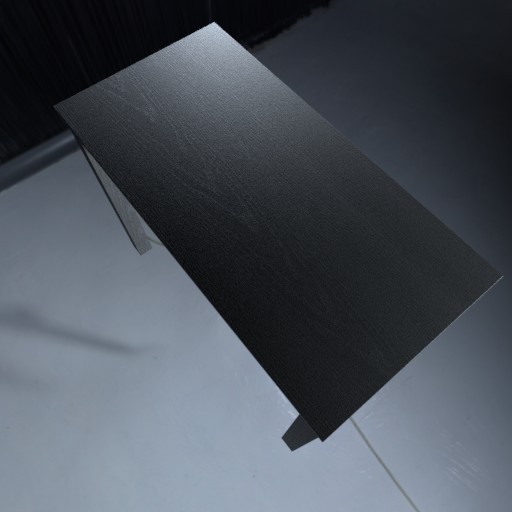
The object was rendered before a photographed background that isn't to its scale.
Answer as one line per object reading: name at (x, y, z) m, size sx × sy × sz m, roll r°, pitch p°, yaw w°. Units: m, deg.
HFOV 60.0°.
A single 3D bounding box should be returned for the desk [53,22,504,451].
desk at (0.000, 0.000, 1.346) m, size 0.499 × 0.762 × 0.991 m, roll -36°, pitch 69°, yaw -16°
